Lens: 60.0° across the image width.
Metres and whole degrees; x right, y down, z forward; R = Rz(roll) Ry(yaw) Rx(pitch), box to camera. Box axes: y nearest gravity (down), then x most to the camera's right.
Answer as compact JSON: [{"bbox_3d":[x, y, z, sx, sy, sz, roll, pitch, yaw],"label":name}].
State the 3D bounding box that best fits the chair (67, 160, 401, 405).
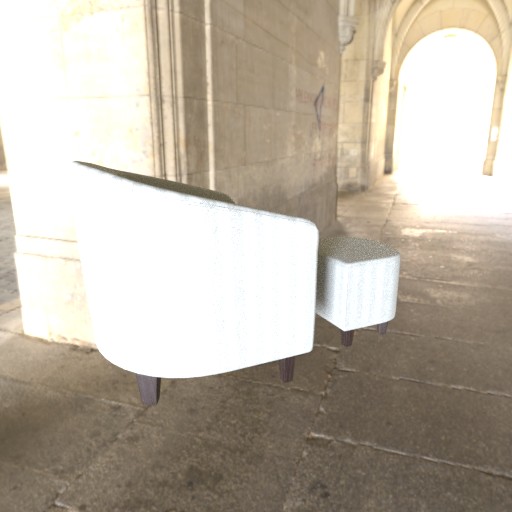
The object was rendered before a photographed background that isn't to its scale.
[{"bbox_3d":[0.000,0.000,1.725,1.288,0.757,0.756,-7,17,-24],"label":"chair"}]
